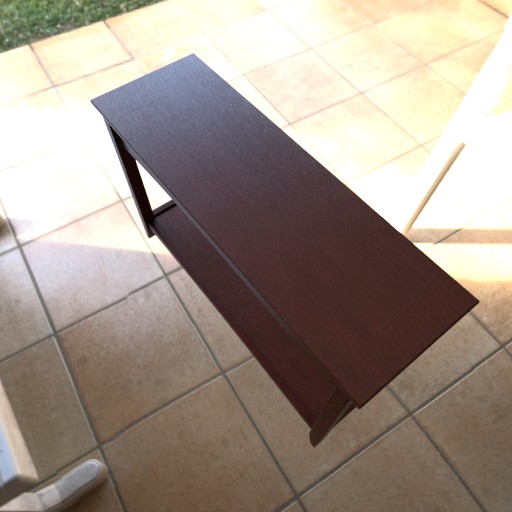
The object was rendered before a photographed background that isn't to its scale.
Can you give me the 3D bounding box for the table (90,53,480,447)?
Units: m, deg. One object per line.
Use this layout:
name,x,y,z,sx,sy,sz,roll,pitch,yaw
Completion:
table,0.000,0.000,1.520,0.392,0.739,1.188,-34,64,-19
